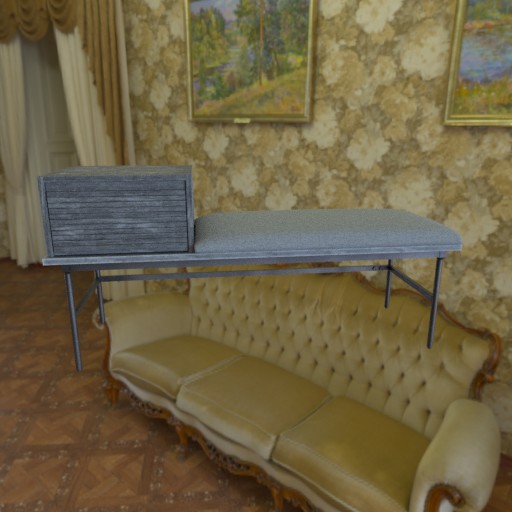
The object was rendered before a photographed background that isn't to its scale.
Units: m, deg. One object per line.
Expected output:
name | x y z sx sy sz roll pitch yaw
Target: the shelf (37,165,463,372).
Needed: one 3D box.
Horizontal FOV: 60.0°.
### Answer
shelf | 0.000 0.000 1.630 1.342 0.633 0.457 -2 16 -7
